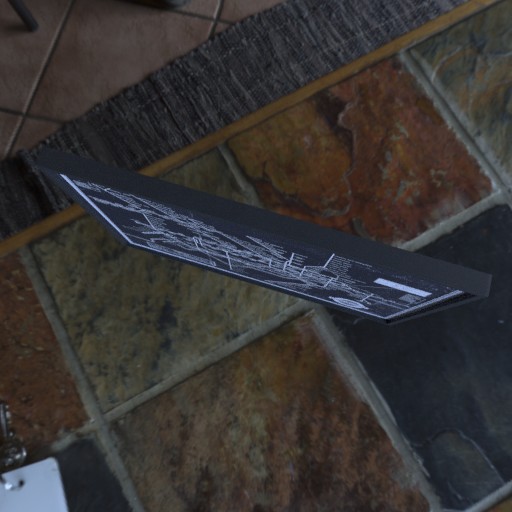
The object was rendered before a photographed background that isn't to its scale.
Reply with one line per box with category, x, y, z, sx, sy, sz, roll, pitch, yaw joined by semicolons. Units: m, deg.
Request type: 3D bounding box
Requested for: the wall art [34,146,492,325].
wall art;0.000;0.000;0.562;0.443;0.301;0.021;16;77;4
